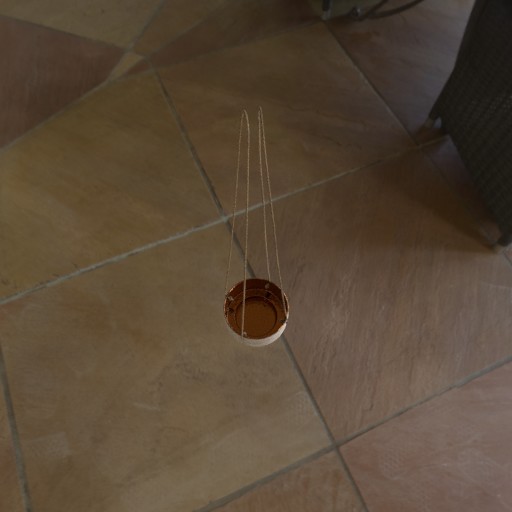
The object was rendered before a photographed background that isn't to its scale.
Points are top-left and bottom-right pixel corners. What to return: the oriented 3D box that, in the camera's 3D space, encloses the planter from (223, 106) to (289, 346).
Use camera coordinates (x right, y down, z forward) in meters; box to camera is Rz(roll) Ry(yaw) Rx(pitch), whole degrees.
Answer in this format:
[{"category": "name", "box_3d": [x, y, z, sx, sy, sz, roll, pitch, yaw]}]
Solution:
[{"category": "planter", "box_3d": [0.000, 0.000, 1.154, 0.223, 1.030, 0.223, -19, 65, -9]}]
